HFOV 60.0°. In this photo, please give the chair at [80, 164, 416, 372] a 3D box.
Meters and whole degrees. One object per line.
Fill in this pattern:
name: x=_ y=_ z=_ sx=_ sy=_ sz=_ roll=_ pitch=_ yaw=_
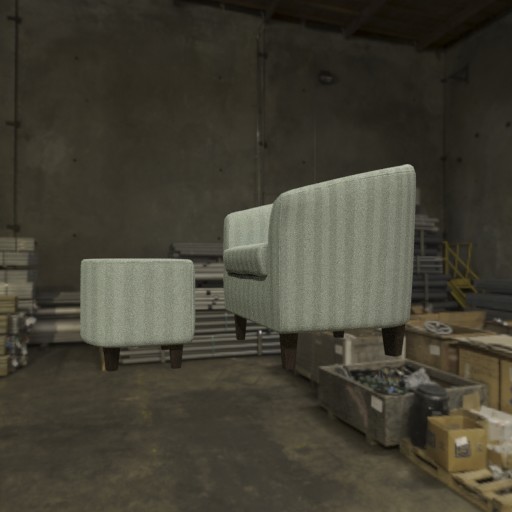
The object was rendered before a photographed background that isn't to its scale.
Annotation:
chair: x=0.000 y=0.000 z=1.749 sx=1.288 sy=0.757 sz=0.756 roll=0 pitch=-1 yaw=-18
